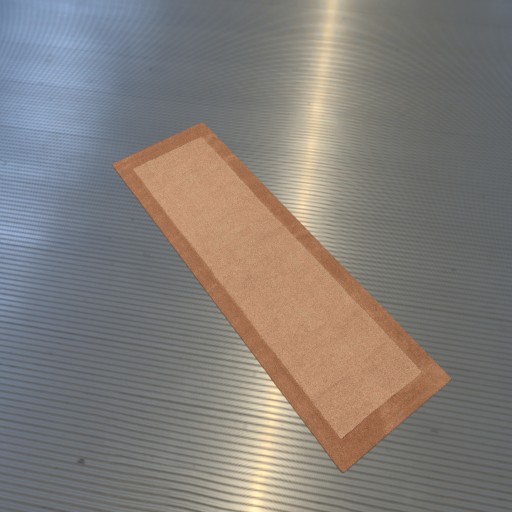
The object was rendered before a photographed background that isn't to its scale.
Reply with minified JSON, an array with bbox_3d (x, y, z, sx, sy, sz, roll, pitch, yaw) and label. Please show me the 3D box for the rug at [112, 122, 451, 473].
[{"bbox_3d":[0.000,0.000,2.725,0.764,0.017,2.439,-31,62,-18],"label":"rug"}]
